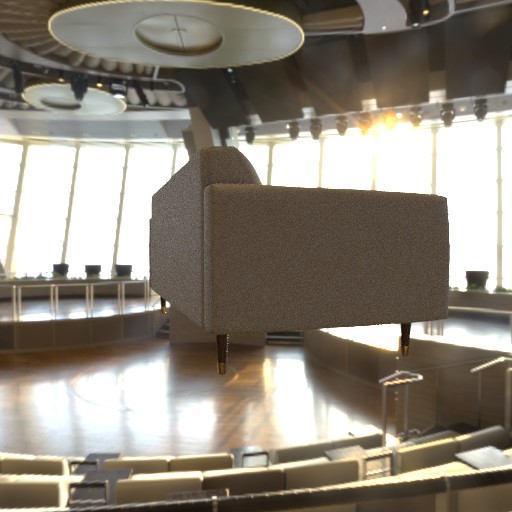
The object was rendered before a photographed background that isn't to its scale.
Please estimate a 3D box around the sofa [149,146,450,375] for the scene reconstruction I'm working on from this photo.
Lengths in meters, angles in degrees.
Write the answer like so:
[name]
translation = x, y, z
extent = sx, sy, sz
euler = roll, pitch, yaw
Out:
[sofa]
translation = 0.000, 0.000, 2.431
extent = 0.969, 0.814, 1.895
euler = 0, 1, -20
